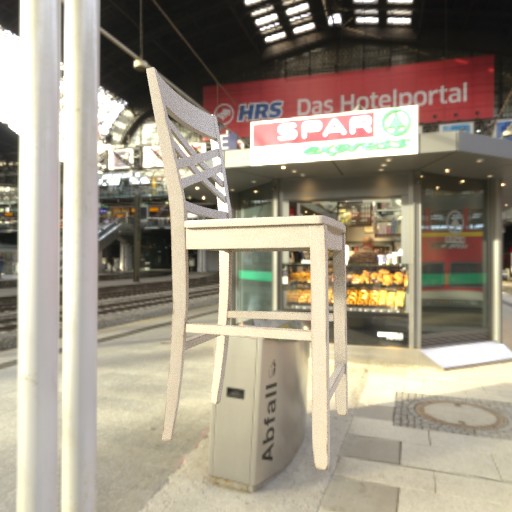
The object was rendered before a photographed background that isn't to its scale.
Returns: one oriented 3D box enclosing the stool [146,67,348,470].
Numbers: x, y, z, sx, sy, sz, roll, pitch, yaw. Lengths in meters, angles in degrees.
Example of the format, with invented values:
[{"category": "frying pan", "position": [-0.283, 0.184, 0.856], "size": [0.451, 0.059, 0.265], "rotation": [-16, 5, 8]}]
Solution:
[{"category": "stool", "position": [0.000, 0.000, 1.403], "size": [0.539, 1.079, 0.462], "rotation": [0, -1, 18]}]
